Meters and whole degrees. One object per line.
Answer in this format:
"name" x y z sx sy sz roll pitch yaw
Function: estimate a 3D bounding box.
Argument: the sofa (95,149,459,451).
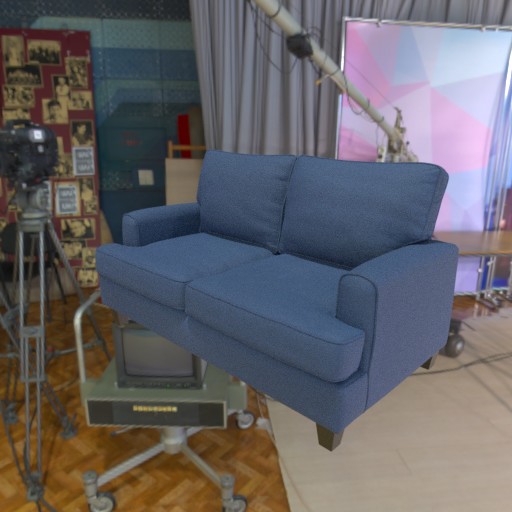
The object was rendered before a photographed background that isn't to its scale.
"sofa" 0.000 0.000 2.213 1.651 0.965 0.965 16 23 42
